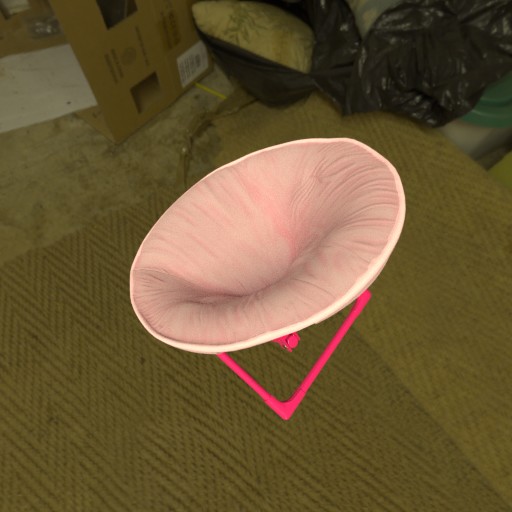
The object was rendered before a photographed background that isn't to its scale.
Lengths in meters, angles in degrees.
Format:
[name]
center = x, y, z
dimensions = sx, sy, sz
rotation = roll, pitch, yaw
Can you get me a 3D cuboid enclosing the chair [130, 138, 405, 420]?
[chair]
center = 0.000, 0.000, 0.903
dimensions = 0.459, 0.494, 0.522
rotation = 33, 67, 16
